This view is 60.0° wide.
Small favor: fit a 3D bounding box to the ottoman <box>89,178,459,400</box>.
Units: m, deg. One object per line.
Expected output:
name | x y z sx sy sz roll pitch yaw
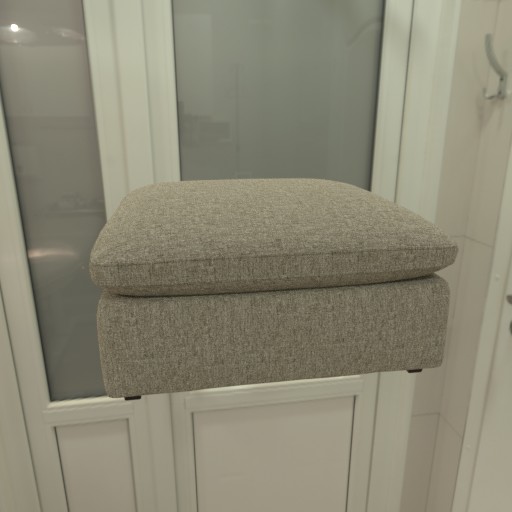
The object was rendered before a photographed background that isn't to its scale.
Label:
ottoman | 0.000 0.000 1.658 1.035 0.526 1.039 -3 18 -9
